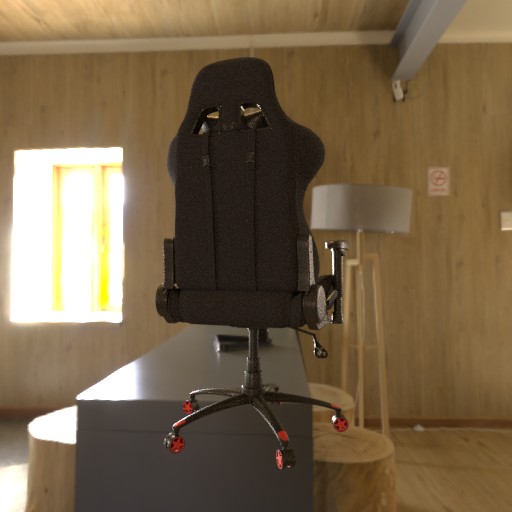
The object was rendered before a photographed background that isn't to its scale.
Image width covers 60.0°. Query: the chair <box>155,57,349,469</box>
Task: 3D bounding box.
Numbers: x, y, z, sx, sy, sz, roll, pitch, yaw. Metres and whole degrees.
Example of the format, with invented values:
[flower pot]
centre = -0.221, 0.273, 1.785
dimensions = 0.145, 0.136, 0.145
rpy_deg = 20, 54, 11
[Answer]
[chair]
centre = 0.000, 0.000, 1.727
dimensions = 0.695, 1.326, 0.658
rpy_deg = 0, -1, 18
